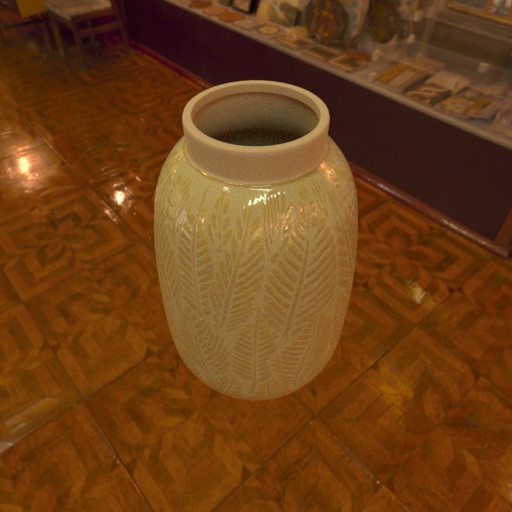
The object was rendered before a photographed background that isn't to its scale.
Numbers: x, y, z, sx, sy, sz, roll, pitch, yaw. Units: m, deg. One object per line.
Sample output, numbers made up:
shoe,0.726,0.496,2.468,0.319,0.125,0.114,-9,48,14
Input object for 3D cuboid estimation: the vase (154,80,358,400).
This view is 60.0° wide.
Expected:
vase,0.000,0.000,0.386,0.172,0.270,0.172,0,45,0
